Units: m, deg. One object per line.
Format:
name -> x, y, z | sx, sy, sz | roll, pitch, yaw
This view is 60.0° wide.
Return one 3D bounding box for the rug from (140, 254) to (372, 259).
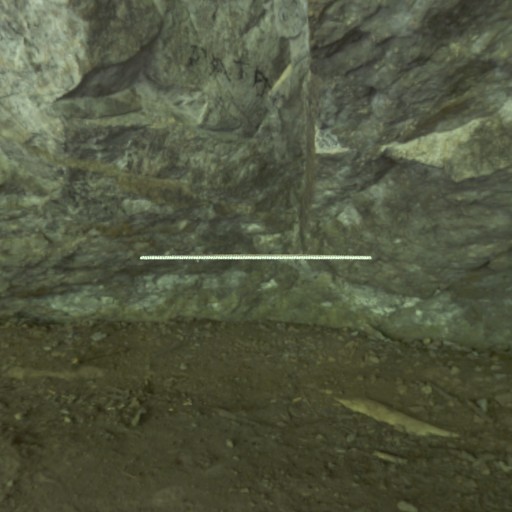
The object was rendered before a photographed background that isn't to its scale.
rug -> 0.000, 0.000, 1.972 | 0.562, 0.009, 1.824 | 0, 0, 0
